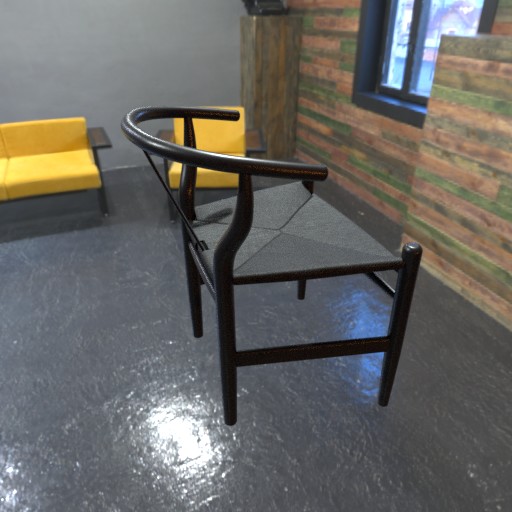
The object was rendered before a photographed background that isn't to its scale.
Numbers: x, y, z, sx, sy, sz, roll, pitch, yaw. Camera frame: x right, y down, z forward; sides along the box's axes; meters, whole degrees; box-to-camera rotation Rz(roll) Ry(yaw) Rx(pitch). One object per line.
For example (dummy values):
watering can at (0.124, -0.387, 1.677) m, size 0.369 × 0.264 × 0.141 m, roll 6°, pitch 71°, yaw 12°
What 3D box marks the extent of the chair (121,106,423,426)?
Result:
chair at (0.000, 0.000, 1.153) m, size 0.579 × 0.730 × 0.569 m, roll -10°, pitch 31°, yaw -17°
